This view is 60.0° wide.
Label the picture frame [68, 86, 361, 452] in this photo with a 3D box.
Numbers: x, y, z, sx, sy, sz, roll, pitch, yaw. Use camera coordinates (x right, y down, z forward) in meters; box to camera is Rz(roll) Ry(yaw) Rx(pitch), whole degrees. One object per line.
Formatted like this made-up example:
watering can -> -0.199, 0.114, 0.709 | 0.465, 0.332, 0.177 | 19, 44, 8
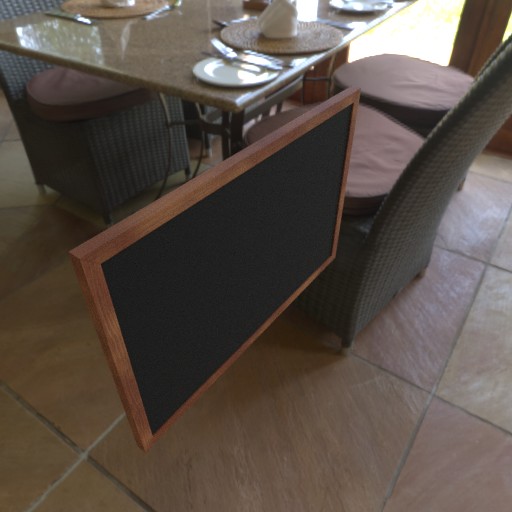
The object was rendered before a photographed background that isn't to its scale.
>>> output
picture frame -> 0.000, 0.000, 1.198 | 0.029, 0.640, 0.950 | 26, 47, 28
